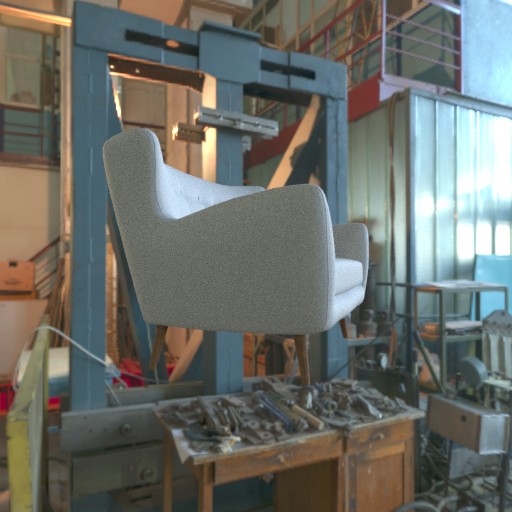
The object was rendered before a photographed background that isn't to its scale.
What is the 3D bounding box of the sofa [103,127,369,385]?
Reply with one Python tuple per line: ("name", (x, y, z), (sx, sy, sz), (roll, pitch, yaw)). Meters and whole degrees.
("sofa", (0.000, 0.000, 2.067), (0.921, 0.878, 1.424), (0, -1, 19))
